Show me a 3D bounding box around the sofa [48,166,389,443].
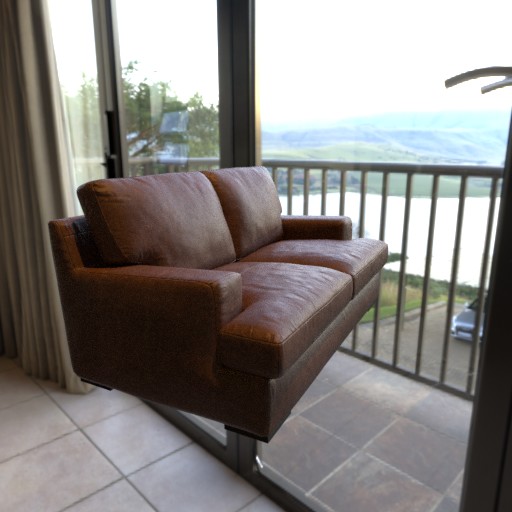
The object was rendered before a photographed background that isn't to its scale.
[{"bbox_3d":[0.000,0.000,2.515,1.143,0.939,1.880,7,16,27],"label":"sofa"}]
